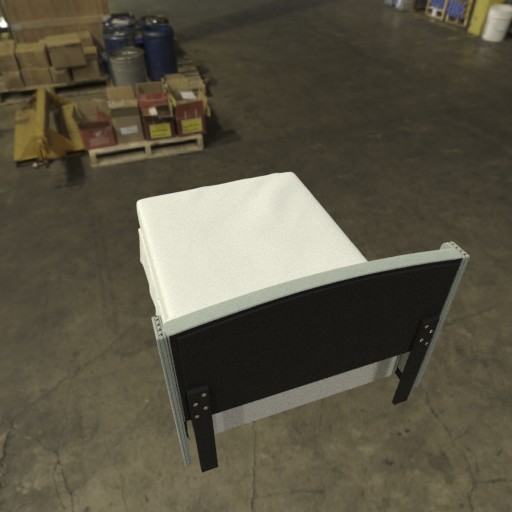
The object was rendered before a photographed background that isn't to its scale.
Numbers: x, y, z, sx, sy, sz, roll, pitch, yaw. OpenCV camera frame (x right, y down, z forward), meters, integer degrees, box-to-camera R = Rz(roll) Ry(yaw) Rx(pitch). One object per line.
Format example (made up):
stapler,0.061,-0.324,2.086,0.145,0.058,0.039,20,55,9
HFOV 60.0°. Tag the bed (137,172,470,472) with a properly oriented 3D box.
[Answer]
bed,0.000,0.000,3.372,1.710,1.407,2.237,-13,42,-15
